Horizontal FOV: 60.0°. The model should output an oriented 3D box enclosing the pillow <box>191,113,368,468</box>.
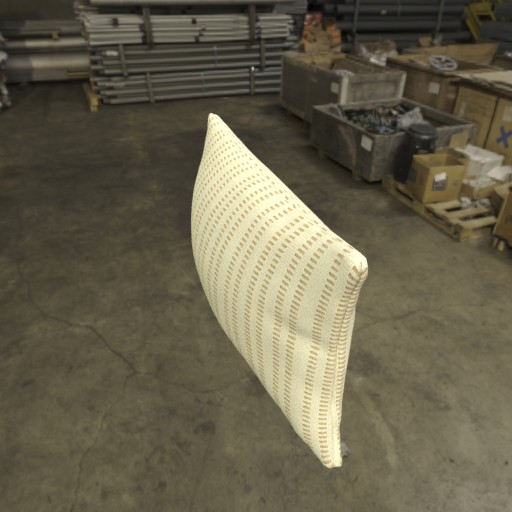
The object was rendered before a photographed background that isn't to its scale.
[{"bbox_3d":[0.000,0.000,0.790,0.210,0.353,0.640,-10,33,-16],"label":"pillow"}]
